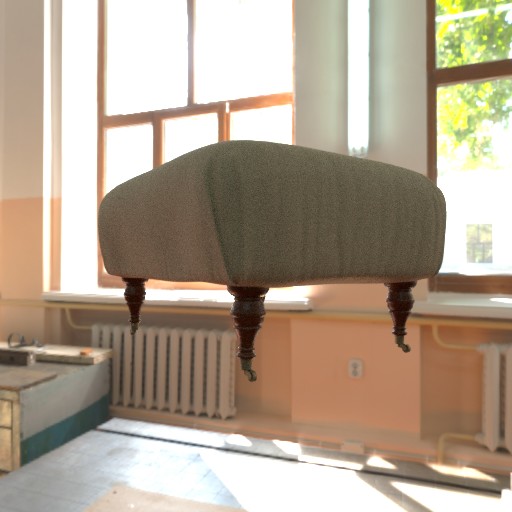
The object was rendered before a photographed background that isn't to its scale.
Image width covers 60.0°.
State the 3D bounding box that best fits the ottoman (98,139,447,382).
[{"bbox_3d":[0.000,0.000,1.146,0.639,0.450,0.746,1,-1,-35],"label":"ottoman"}]
